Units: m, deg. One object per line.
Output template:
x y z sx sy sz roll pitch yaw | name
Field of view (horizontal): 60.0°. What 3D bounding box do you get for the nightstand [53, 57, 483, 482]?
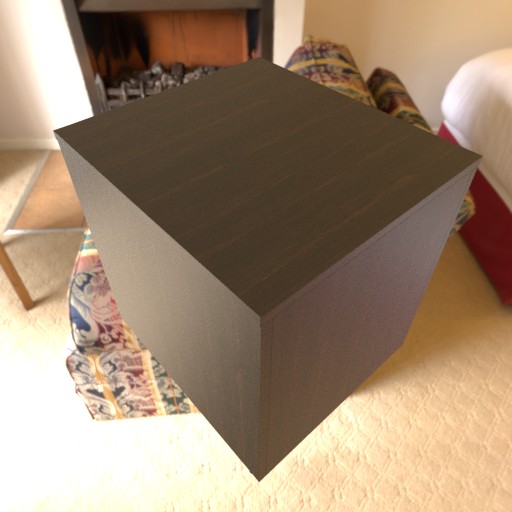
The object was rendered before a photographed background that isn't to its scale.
0.000 0.000 0.783 0.400 0.460 0.461 -32 54 -28 | nightstand
